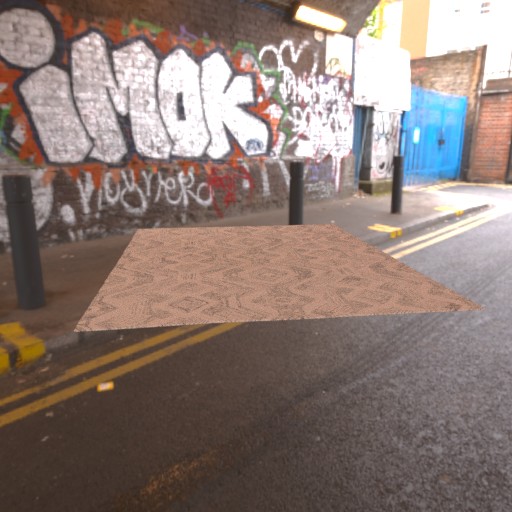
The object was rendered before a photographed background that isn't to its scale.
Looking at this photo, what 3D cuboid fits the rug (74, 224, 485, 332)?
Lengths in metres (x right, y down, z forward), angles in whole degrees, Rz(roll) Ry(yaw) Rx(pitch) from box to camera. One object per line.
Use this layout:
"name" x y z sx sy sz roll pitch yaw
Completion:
"rug" 0.000 0.000 4.026 2.430 0.030 3.054 -2 14 -8
